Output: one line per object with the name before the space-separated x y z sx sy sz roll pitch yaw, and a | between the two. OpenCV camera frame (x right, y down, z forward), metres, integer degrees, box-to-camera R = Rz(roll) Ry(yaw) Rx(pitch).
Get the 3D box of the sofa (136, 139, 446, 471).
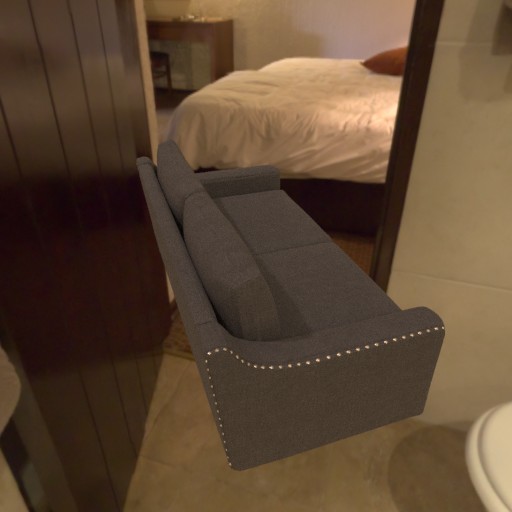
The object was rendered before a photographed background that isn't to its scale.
sofa | 0.000 0.000 3.243 1.336 1.196 2.550 -10 33 -16
